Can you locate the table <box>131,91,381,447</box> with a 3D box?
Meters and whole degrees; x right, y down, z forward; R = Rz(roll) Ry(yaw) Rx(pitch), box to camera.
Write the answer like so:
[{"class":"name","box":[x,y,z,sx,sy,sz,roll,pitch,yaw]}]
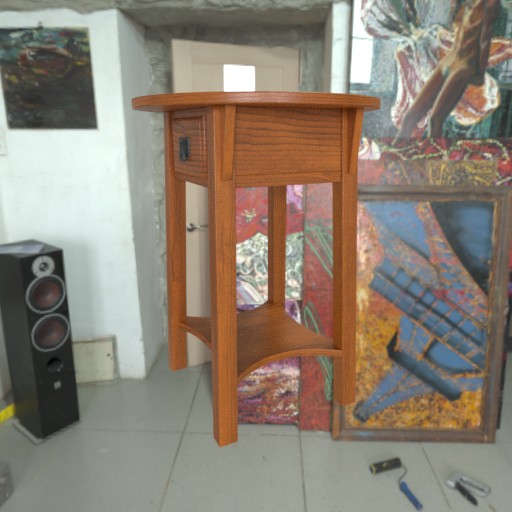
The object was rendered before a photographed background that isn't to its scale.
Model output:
[{"class":"table","box":[0.000,0.000,0.924,0.457,0.610,0.457,0,16,0]}]
